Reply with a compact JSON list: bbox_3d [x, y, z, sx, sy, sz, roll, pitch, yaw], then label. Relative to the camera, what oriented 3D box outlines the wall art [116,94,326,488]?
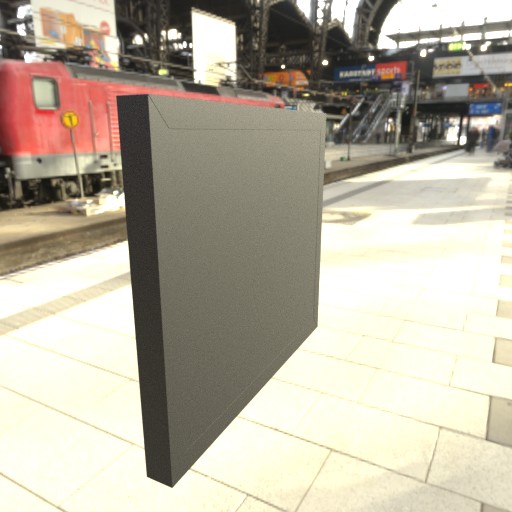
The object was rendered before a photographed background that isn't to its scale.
[{"bbox_3d":[0.000,0.000,0.518,0.029,0.330,0.381,8,17,26],"label":"wall art"}]
